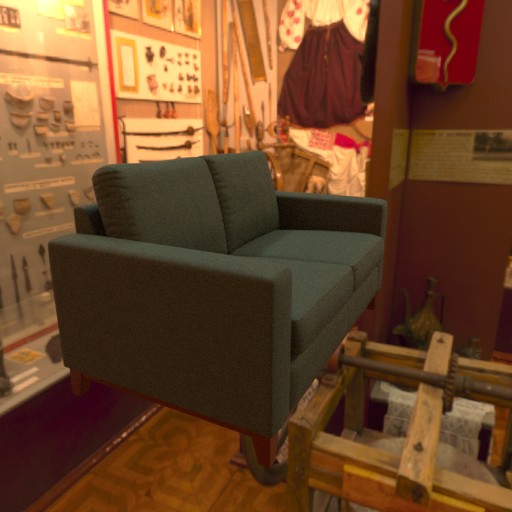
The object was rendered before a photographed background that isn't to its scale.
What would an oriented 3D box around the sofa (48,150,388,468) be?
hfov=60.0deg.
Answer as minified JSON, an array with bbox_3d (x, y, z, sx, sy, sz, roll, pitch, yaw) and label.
[{"bbox_3d":[0.000,0.000,2.072,0.955,0.903,1.489,8,18,26],"label":"sofa"}]
